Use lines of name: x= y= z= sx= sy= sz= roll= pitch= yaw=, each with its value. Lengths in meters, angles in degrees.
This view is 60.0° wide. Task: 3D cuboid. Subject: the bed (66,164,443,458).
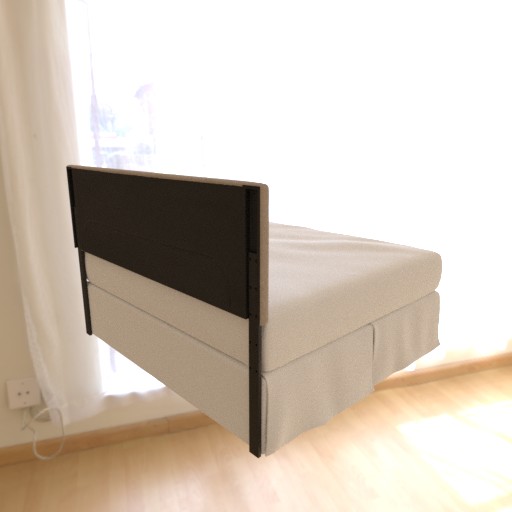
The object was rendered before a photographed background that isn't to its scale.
bed: x=0.000 y=0.000 z=3.354 sx=1.914 sy=1.346 sz=2.170 roll=-13 pitch=20 yaw=-42
